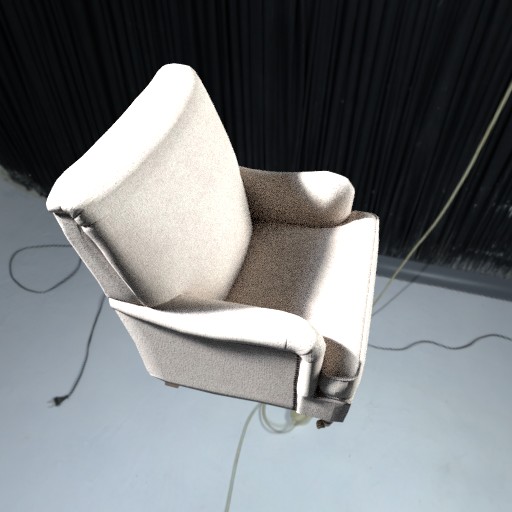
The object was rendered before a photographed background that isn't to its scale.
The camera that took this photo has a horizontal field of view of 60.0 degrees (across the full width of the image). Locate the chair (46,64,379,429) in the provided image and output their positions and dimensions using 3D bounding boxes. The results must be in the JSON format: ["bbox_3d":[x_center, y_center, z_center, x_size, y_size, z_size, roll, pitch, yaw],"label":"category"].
[{"bbox_3d":[0.000,0.000,1.746,0.953,1.119,0.879,11,48,10],"label":"chair"}]
